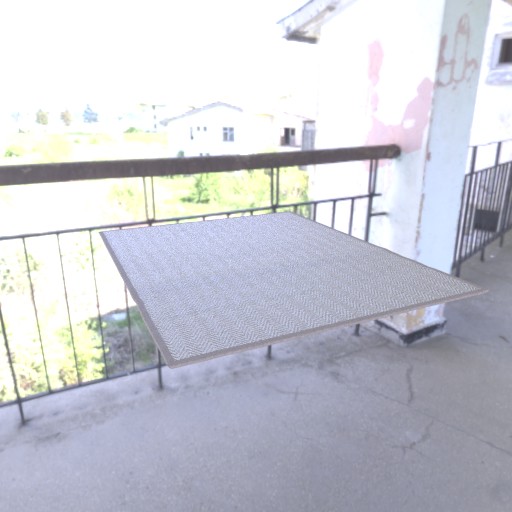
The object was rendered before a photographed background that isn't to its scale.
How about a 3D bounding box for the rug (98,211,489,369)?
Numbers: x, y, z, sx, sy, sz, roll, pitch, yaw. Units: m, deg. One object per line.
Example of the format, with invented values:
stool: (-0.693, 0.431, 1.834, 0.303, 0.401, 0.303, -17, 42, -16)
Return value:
rug: (0.000, 0.000, 4.097, 2.434, 0.032, 3.007, -8, 20, -24)
